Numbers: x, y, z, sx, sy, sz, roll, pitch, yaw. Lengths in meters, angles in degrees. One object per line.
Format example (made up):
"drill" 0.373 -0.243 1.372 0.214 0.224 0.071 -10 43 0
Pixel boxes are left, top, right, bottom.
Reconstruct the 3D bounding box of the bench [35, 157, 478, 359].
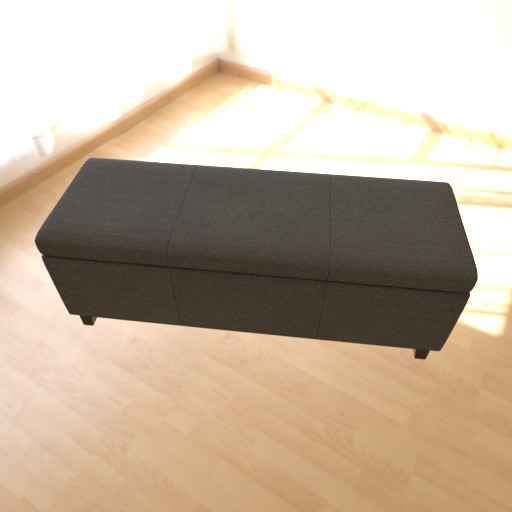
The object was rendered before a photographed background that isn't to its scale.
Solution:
"bench" 0.000 0.000 1.513 1.269 0.438 0.446 5 46 5
